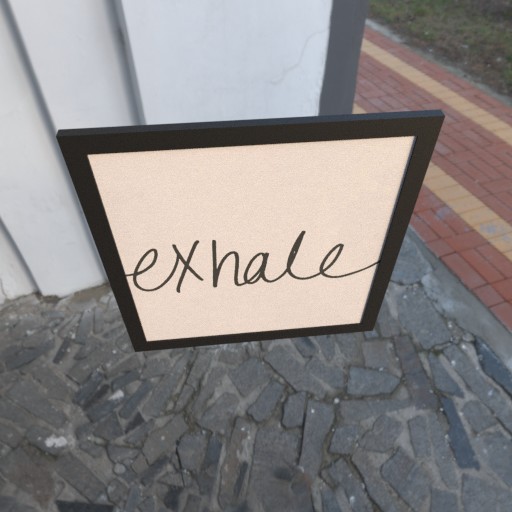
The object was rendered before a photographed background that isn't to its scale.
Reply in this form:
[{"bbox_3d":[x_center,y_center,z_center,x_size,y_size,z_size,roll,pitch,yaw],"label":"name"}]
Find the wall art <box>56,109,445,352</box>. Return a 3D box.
[{"bbox_3d":[0.000,0.000,0.538,0.358,0.357,0.012,-4,46,-4],"label":"wall art"}]
